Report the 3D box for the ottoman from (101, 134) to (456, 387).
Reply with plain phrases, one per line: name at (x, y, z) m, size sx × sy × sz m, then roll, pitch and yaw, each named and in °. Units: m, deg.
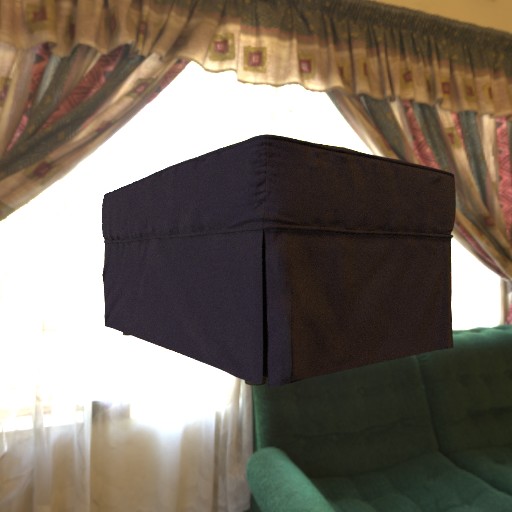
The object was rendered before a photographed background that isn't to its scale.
ottoman at (0.000, 0.000, 1.283) m, size 0.637 × 0.503 × 0.938 m, roll 0°, pitch -1°, yaw -36°
